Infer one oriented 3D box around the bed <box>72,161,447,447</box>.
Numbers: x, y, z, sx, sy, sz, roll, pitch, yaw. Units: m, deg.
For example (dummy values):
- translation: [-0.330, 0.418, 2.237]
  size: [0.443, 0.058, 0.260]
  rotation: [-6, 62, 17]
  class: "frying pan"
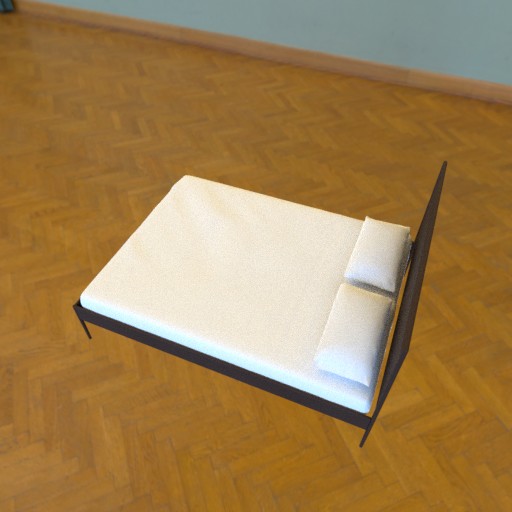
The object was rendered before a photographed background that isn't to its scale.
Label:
- translation: [0.000, 0.000, 3.170]
  size: [2.122, 1.173, 1.572]
  rotation: [17, 49, 15]
  class: "bed"
